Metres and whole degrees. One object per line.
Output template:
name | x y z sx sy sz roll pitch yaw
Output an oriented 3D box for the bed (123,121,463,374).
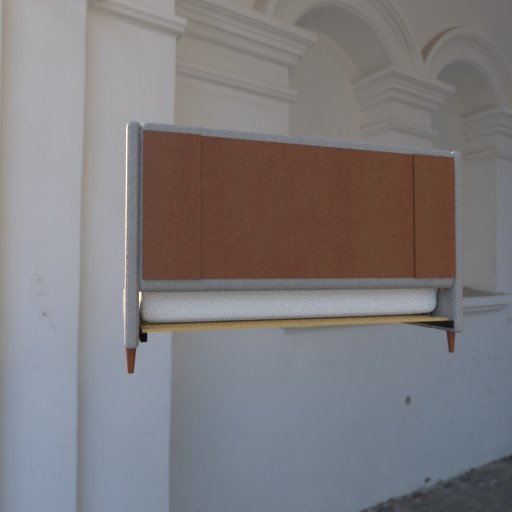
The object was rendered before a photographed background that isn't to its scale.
bed | 0.000 0.000 3.612 2.062 1.289 2.342 1 -2 -17
